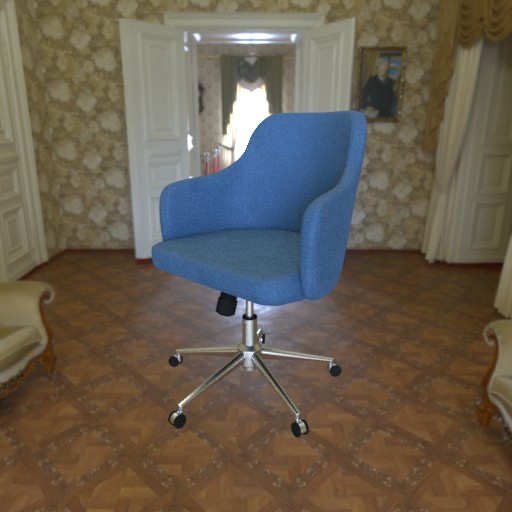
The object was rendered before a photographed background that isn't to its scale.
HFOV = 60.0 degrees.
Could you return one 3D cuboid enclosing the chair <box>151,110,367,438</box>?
[{"bbox_3d":[0.000,0.000,1.298,0.599,0.820,0.655,14,21,42],"label":"chair"}]
